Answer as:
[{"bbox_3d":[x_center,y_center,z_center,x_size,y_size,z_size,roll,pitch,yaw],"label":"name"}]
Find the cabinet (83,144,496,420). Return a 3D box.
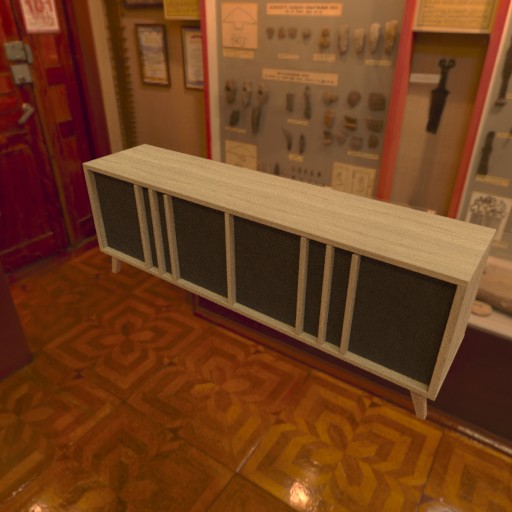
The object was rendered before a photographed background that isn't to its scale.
[{"bbox_3d":[0.000,0.000,2.484,2.198,0.779,0.499,20,36,30],"label":"cabinet"}]
